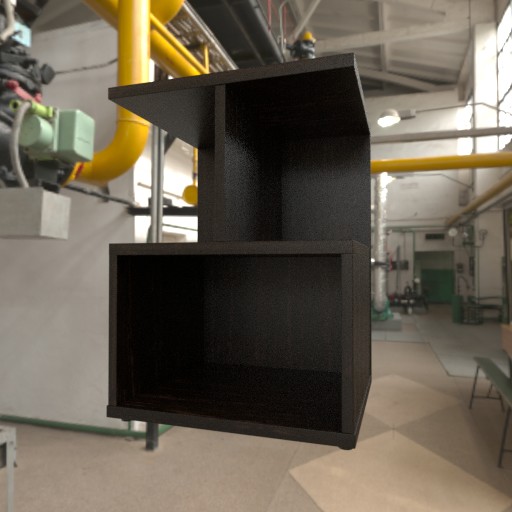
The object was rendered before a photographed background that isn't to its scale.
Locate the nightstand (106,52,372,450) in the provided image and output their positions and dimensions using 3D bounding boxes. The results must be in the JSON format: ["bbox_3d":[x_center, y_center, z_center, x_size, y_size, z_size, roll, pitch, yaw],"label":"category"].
[{"bbox_3d":[0.000,0.000,0.837,0.400,0.559,0.356,0,-1,18],"label":"nightstand"}]
